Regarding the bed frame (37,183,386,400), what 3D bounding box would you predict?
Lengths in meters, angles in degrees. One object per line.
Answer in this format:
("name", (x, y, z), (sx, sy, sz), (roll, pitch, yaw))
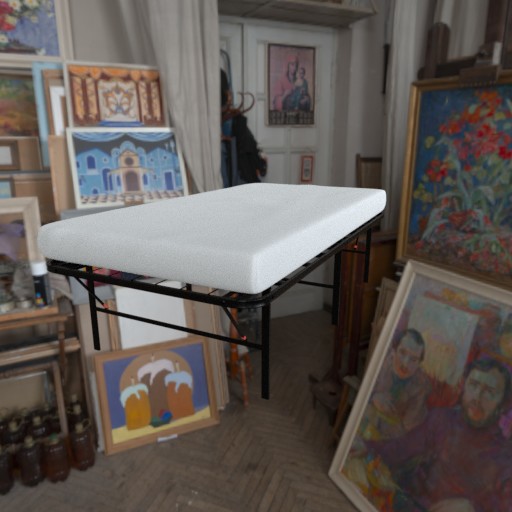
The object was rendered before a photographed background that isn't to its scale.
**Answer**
("bed frame", (0.000, 0.000, 2.385), (0.989, 0.619, 1.903), (8, 17, 26))
